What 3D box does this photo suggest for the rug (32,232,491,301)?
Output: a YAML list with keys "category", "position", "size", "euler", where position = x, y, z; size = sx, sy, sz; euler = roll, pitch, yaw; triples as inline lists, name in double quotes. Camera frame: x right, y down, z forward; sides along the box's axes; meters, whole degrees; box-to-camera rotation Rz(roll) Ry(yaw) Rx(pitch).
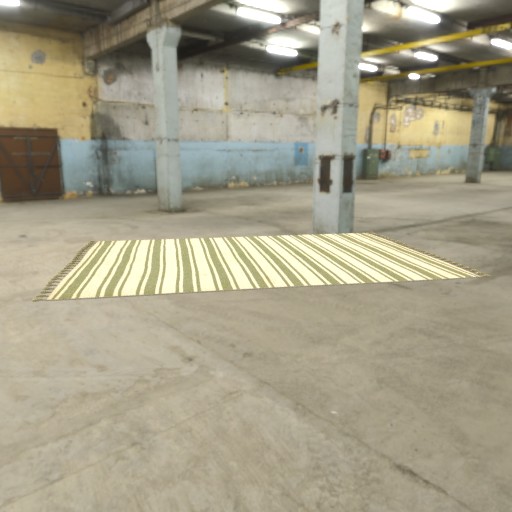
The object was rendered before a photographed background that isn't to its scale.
- category: "rug"
  position: [0.000, 0.000, 3.012]
  size: [2.435, 0.018, 1.540]
  euler: [-2, 13, -10]
